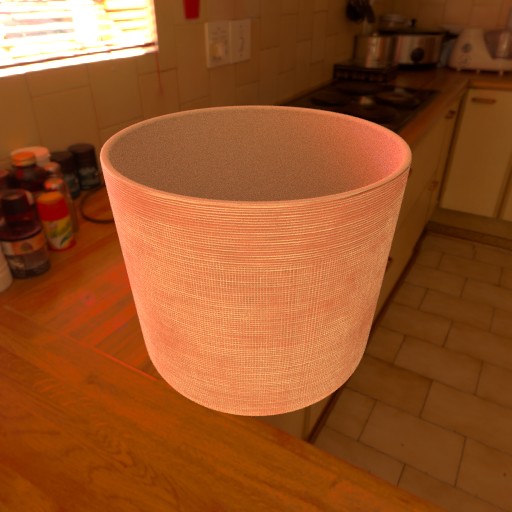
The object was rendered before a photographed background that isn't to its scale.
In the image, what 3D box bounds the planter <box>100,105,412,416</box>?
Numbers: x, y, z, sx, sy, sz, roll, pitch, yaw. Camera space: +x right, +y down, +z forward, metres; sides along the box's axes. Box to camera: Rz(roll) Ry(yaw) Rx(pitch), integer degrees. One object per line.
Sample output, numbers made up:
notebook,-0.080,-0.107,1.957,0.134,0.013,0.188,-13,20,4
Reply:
planter,0.000,0.000,0.756,0.440,0.398,0.440,0,32,0
